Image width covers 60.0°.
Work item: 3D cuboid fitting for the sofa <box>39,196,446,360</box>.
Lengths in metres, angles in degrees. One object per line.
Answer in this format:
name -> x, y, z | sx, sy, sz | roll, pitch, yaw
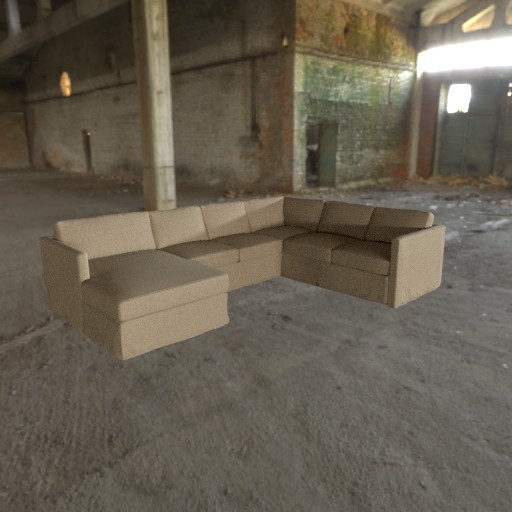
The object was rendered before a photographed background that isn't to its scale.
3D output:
sofa -> 0.000, 0.000, 4.626 | 3.528, 0.878, 2.476 | -13, 19, -42
